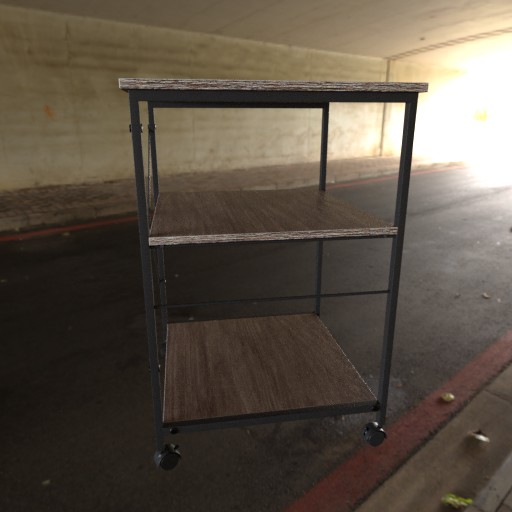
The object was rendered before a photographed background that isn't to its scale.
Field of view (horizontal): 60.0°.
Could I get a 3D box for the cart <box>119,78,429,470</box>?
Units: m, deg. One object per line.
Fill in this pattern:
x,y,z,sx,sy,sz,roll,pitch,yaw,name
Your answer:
0.000,0.000,1.085,0.520,0.762,0.521,-3,17,-9,cart
